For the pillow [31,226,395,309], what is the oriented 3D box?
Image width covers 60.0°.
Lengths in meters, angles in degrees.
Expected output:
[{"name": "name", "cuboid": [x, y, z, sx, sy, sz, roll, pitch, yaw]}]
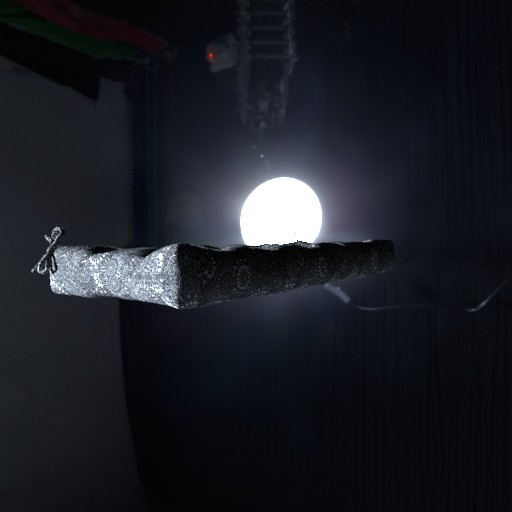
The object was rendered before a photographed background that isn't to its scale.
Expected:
[{"name": "pillow", "cuboid": [0.000, 0.000, 1.370, 0.511, 0.174, 1.194, 2, 3, 36]}]
